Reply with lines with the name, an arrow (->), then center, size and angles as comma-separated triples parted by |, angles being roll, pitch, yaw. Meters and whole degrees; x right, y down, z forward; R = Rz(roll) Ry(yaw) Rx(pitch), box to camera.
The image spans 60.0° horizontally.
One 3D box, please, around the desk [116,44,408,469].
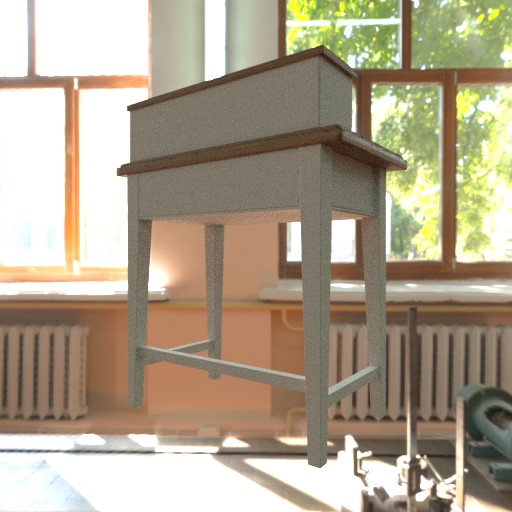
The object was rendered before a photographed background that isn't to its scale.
desk -> 0.000, 0.000, 1.419 | 0.814, 0.981, 0.462 | 0, 1, 37
